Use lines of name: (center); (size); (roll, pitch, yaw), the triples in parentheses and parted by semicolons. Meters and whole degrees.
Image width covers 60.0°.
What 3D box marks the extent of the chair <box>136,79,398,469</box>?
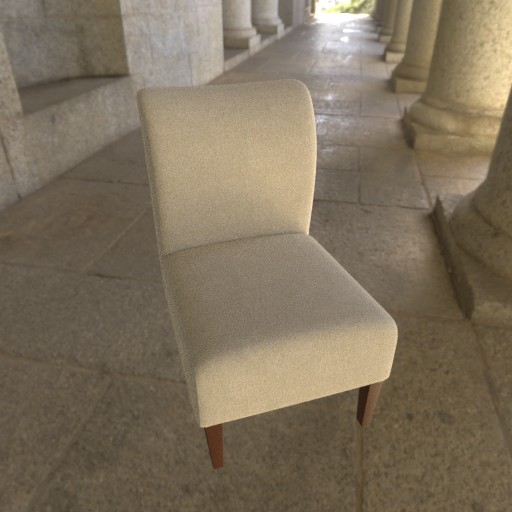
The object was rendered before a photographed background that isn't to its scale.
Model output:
chair: (0.000, 0.000, 1.287); (0.521, 0.833, 0.754); (-9, 33, -15)
